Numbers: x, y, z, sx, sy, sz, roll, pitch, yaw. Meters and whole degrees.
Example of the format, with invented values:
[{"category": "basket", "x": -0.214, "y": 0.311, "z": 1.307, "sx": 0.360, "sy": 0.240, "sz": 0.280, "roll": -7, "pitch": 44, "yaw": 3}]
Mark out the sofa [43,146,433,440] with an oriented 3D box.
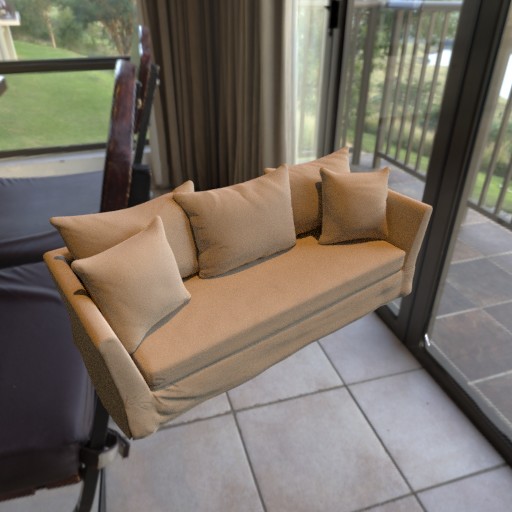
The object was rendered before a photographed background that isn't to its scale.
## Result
[{"category": "sofa", "x": 0.000, "y": 0.000, "z": 3.076, "sx": 2.499, "sy": 1.047, "sz": 1.046, "roll": -21, "pitch": 37, "yaw": -30}]
